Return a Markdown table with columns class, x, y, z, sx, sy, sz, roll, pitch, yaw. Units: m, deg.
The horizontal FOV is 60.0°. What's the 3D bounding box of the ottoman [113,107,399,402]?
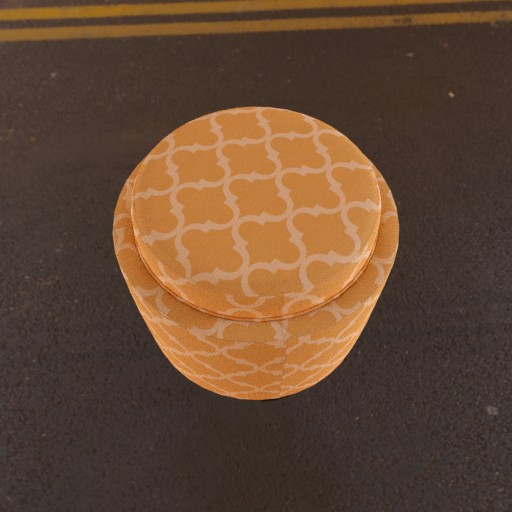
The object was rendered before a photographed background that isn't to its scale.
| class | x | y | z | sx | sy | sz | roll | pitch | yaw |
| --- | --- | --- | --- | --- | --- | --- | --- | --- | --- |
| ottoman | 0.000 | 0.000 | 0.859 | 0.480 | 0.429 | 0.480 | 0 | 57 | 0 |
